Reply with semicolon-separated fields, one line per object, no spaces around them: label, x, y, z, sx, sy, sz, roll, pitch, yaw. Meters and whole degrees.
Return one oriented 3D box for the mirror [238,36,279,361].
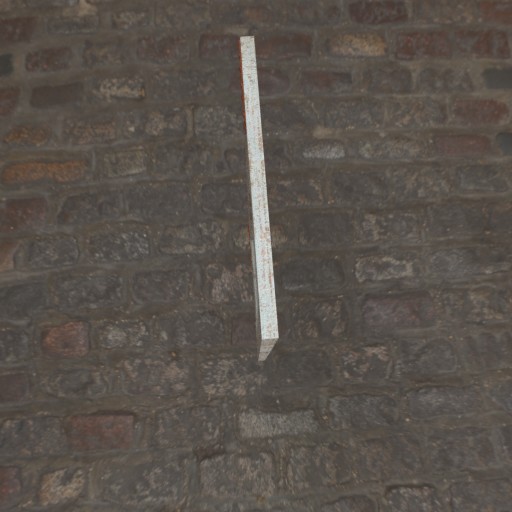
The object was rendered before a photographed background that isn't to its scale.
mirror;0.000;0.000;1.083;0.027;0.922;0.472;-4;75;-1
